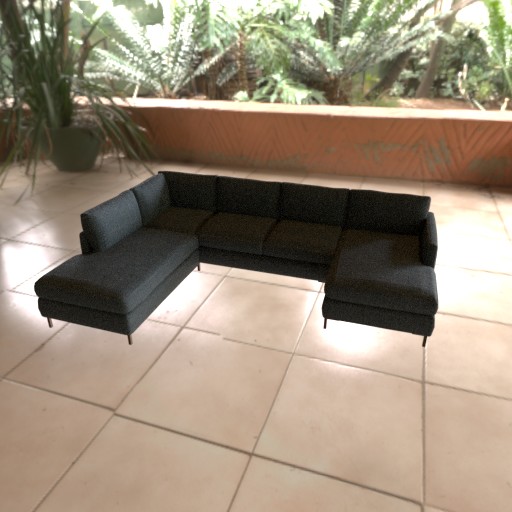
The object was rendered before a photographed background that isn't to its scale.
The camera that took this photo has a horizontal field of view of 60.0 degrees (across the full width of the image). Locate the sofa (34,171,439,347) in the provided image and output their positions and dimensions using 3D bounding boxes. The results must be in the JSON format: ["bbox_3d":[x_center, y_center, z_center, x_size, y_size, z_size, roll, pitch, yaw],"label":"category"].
[{"bbox_3d":[0.000,0.000,3.533,2.737,0.753,1.879,8,28,16],"label":"sofa"}]
